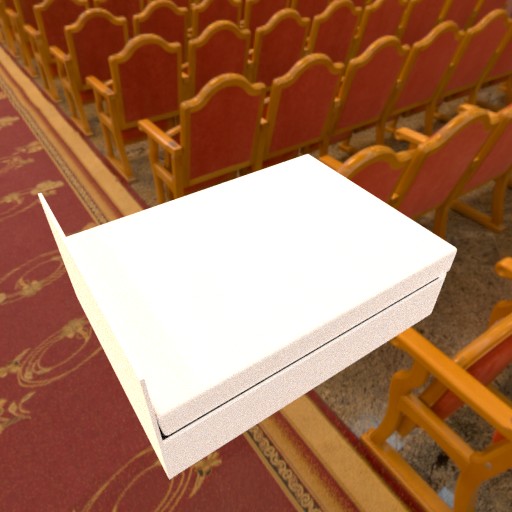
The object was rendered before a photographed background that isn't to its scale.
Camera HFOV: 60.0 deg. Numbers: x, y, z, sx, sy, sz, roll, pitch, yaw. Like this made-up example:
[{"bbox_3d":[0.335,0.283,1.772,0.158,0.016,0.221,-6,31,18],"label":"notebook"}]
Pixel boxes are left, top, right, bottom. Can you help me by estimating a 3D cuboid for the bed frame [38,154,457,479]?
[{"bbox_3d":[0.000,0.000,2.618,1.900,0.800,1.400,-24,46,-25],"label":"bed frame"}]
